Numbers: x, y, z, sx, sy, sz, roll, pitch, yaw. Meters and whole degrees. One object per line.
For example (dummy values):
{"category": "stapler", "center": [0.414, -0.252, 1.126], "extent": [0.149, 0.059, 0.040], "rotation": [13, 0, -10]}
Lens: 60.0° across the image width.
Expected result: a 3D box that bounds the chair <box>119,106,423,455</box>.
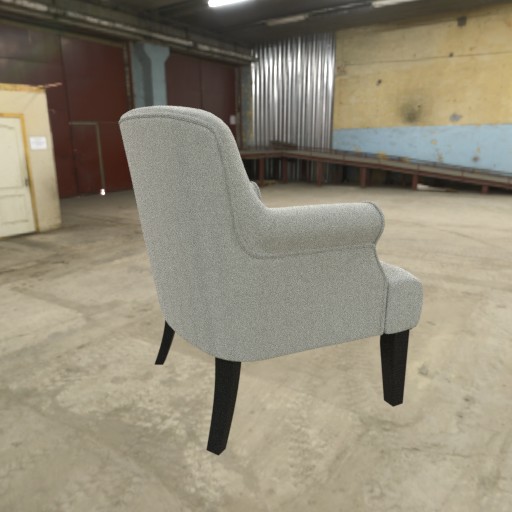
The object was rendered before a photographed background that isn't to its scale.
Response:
{"category": "chair", "center": [0.000, 0.000, 1.415], "extent": [0.750, 0.875, 0.781], "rotation": [-7, 16, -26]}
